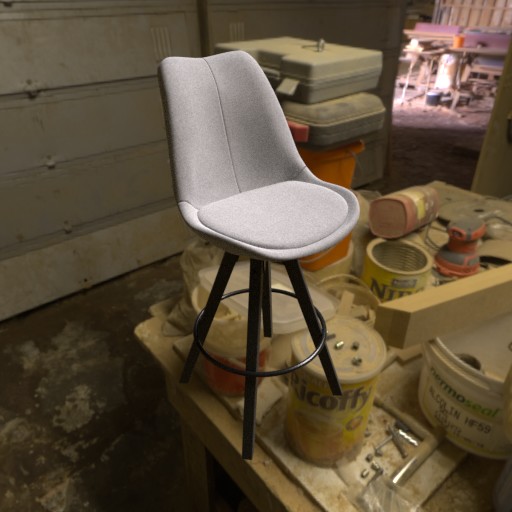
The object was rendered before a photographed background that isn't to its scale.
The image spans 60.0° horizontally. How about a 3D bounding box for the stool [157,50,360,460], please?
[{"bbox_3d":[0.000,0.000,1.388,0.485,1.115,0.550,-22,38,-32],"label":"stool"}]
